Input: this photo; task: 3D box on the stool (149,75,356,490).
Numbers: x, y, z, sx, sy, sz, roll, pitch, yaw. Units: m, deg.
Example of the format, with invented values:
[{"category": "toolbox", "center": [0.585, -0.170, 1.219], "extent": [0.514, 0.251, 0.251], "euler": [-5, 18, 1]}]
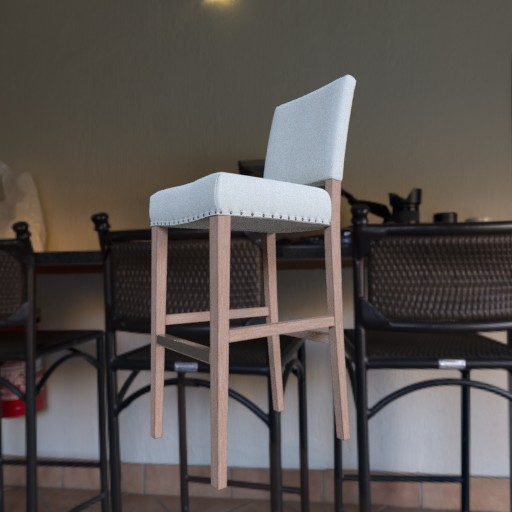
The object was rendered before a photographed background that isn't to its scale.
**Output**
[{"category": "stool", "center": [0.000, 0.000, 1.402], "extent": [0.546, 1.143, 0.428], "euler": [1, -1, -36]}]
